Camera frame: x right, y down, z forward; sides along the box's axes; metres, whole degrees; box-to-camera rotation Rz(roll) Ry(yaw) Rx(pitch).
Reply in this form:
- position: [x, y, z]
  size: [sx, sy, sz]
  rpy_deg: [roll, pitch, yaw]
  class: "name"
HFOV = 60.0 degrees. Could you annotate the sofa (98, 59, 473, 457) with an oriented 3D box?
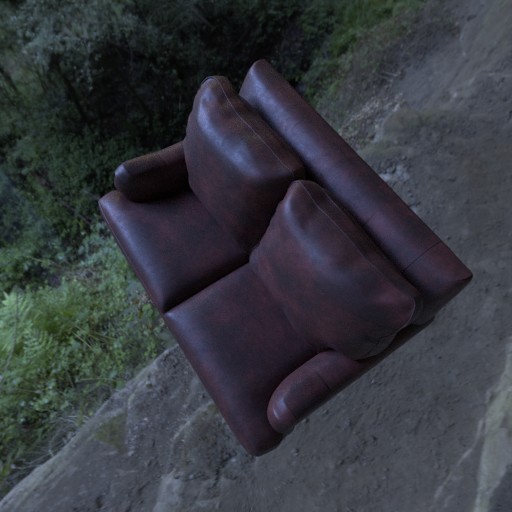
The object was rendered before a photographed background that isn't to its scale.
- position: [0.000, 0.000, 2.326]
  size: [1.148, 1.070, 1.628]
  rpy_deg: [-32, 69, -14]
  class: "sofa"
